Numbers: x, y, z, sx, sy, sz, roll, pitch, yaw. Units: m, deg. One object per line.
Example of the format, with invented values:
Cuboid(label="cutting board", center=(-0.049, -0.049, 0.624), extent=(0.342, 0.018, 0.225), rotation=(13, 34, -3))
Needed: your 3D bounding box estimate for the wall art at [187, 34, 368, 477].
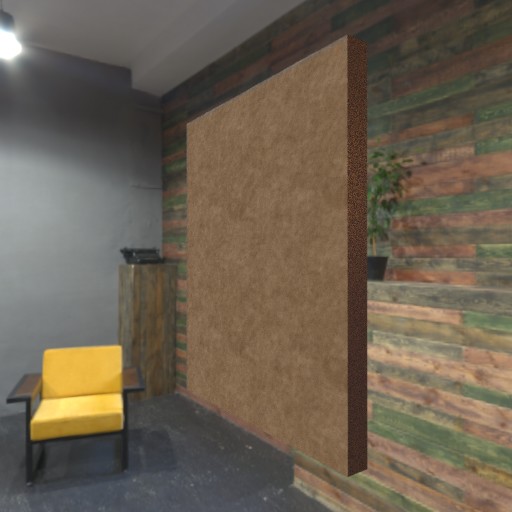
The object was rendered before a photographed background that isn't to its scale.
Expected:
Cuboid(label="wall art", center=(0.000, 0.000, 0.751), extent=(0.037, 0.554, 0.453), rotation=(0, 0, -35))
